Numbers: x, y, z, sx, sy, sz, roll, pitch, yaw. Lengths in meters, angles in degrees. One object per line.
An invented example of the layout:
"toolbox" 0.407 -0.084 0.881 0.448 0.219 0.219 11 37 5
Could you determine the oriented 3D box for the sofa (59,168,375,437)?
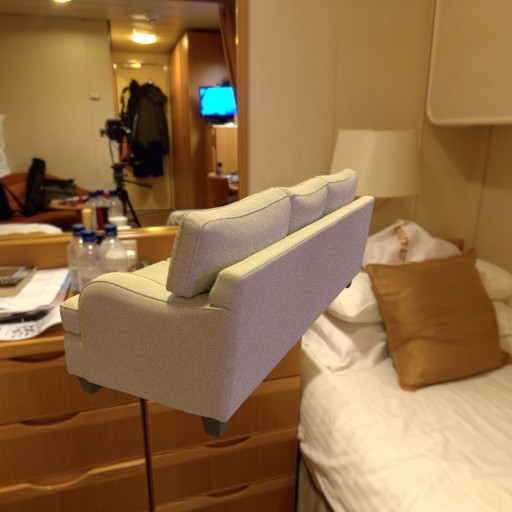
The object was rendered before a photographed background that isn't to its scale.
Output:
"sofa" 0.000 0.000 2.878 1.016 0.991 2.323 8 17 25
